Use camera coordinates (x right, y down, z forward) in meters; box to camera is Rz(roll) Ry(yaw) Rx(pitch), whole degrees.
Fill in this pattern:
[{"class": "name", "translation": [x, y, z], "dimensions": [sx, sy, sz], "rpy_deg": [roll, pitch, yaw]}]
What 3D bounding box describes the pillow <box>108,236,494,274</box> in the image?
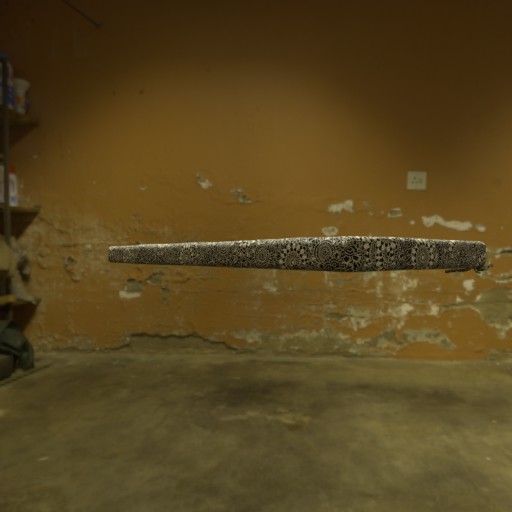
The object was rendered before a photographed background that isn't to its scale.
[{"class": "pillow", "translation": [0.000, 0.000, 1.303], "dimensions": [0.492, 0.081, 1.187], "rpy_deg": [0, 0, -38]}]
